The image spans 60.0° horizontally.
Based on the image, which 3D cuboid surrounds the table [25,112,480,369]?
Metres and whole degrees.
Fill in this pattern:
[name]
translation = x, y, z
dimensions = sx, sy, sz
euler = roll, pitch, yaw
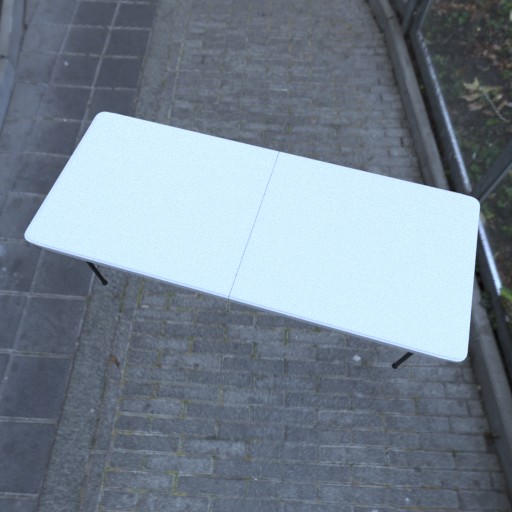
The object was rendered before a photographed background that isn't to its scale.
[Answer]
[table]
translation = 0.000, 0.000, 2.213
dimensions = 1.829, 0.719, 0.761
euler = 15, 64, 7
